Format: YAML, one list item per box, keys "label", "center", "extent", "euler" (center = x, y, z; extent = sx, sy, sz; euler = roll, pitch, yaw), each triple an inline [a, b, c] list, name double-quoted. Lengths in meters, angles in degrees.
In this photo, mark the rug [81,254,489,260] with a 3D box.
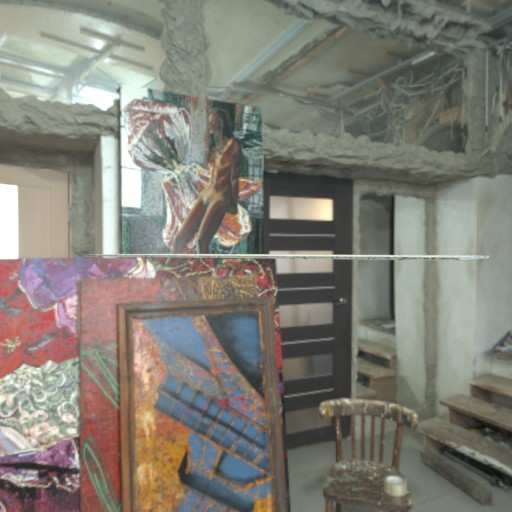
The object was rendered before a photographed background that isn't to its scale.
- label: "rug"
  center: [0.000, 0.000, 2.694]
  extent: [2.434, 0.013, 0.770]
  euler: [0, 1, 35]
